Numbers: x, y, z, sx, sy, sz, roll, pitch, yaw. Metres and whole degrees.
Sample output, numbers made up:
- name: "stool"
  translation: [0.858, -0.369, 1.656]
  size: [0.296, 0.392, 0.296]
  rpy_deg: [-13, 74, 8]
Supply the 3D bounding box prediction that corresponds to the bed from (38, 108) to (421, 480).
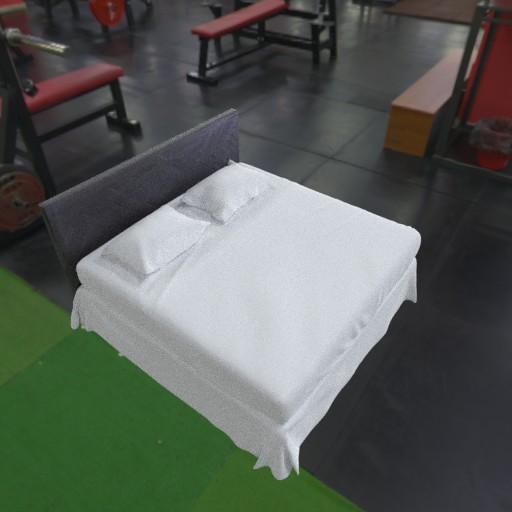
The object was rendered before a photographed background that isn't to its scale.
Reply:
- name: "bed"
  translation: [0.000, 0.000, 3.447]
  size: [2.165, 1.158, 2.255]
  rpy_deg: [27, 48, 28]
